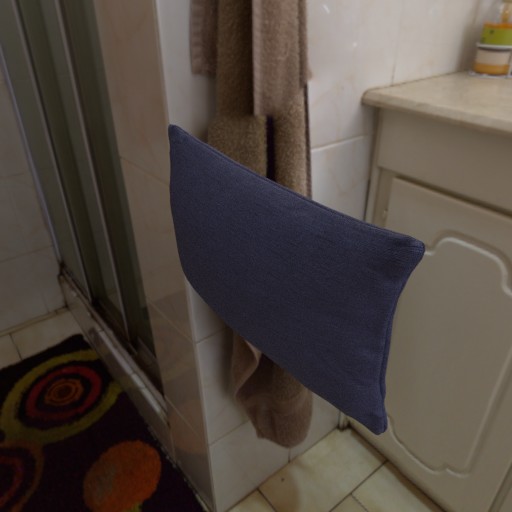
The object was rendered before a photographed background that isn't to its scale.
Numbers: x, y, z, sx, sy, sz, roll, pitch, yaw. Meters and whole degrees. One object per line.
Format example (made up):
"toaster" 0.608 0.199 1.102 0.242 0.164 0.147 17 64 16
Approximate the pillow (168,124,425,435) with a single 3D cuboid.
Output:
"pillow" 0.000 0.000 0.800 0.210 0.338 0.633 -21 37 -30
